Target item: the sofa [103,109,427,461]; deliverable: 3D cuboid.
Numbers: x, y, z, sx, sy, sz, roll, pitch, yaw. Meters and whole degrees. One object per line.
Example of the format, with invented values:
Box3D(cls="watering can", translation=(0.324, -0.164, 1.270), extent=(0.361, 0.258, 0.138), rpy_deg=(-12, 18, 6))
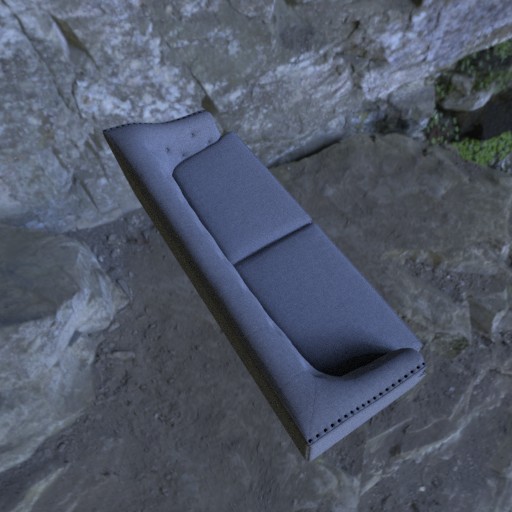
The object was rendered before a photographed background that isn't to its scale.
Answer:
Box3D(cls="sofa", translation=(0.000, 0.000, 2.776), extent=(0.914, 0.901, 2.235), rpy_deg=(-28, 61, -17))
